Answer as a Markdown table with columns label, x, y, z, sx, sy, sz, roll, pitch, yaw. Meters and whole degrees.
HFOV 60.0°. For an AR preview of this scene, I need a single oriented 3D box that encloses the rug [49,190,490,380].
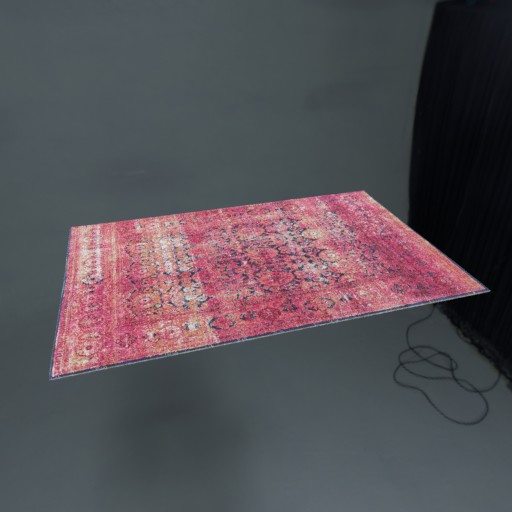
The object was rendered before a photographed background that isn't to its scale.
| label | x | y | z | sx | sy | sz | roll | pitch | yaw |
| --- | --- | --- | --- | --- | --- | --- | --- | --- | --- |
| rug | 0.000 | 0.000 | 2.964 | 2.449 | 0.018 | 1.539 | -9 | 33 | -14 |
